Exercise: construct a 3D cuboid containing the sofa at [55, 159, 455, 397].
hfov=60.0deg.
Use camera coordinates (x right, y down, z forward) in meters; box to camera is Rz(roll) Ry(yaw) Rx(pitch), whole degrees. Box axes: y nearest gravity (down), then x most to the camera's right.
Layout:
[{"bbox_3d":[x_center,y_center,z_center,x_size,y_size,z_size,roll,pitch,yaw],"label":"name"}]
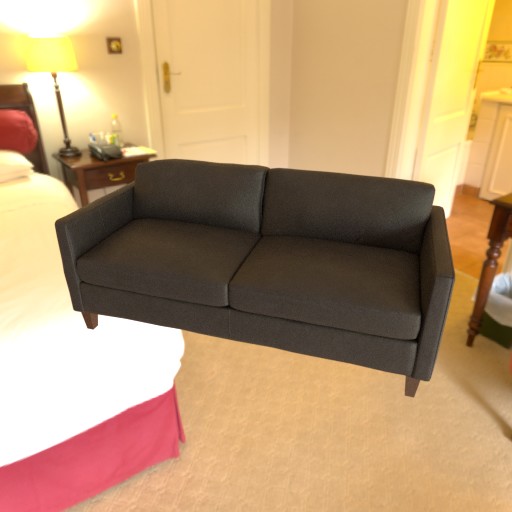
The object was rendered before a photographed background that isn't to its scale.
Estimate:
[{"bbox_3d":[0.000,0.000,2.500,1.971,0.863,0.933,8,27,16],"label":"sofa"}]
